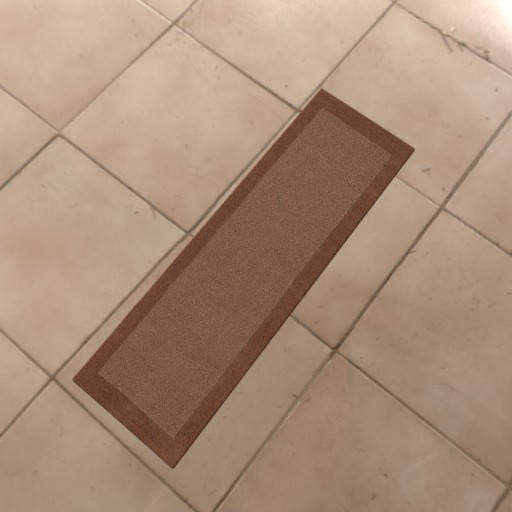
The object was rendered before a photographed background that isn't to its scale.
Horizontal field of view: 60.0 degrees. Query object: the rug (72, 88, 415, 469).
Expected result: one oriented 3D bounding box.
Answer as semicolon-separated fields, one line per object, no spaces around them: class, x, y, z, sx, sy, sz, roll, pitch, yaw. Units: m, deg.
rug;0.000;0.000;2.716;0.764;0.017;2.439;37;78;9
